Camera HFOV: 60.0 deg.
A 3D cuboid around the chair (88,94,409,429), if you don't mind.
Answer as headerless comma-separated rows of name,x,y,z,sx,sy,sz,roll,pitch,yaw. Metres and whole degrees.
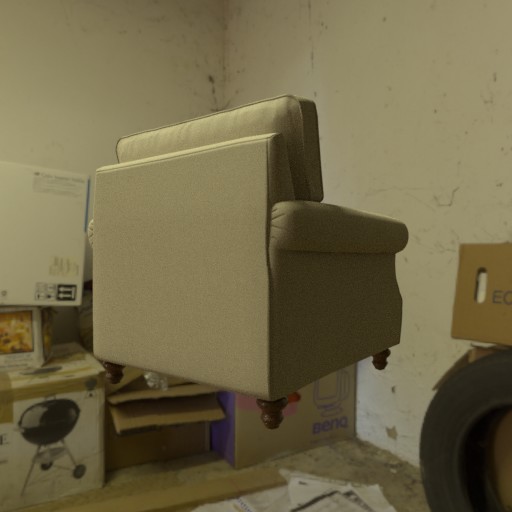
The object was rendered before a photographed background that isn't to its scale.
chair,0.000,0.000,1.782,1.029,0.967,0.966,0,0,37
